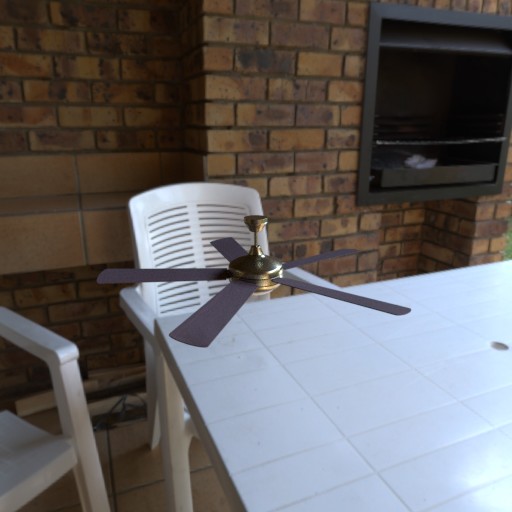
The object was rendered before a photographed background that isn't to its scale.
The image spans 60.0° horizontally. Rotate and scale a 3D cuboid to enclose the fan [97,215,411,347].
[{"bbox_3d":[0.000,0.000,2.004,1.321,0.356,1.321,-8,19,-26],"label":"fan"}]
